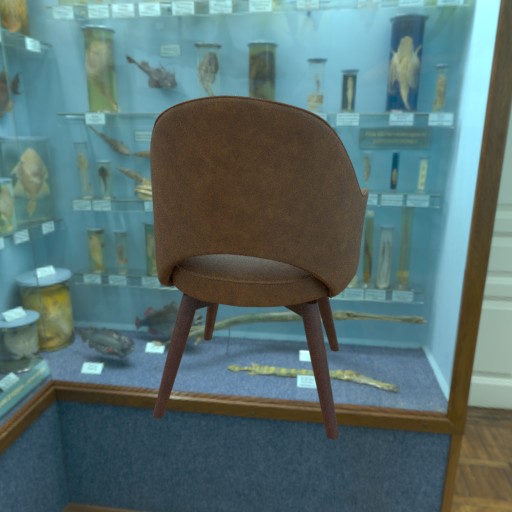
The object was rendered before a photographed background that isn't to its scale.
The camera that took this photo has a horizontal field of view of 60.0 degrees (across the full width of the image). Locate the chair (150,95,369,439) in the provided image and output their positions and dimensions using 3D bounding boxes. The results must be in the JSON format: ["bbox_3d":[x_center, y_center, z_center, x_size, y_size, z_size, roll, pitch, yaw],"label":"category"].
[{"bbox_3d":[0.000,0.000,1.204,0.591,0.777,0.640,3,16,10],"label":"chair"}]
